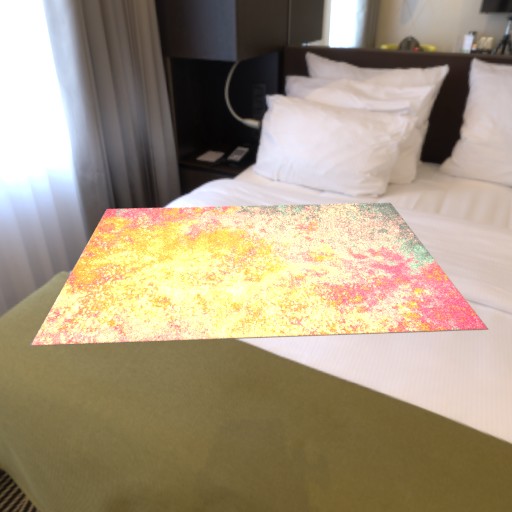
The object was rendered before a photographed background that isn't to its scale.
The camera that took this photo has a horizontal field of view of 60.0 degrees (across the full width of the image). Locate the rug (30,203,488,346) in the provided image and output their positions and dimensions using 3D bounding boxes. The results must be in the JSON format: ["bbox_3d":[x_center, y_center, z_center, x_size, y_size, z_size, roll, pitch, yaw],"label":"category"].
[{"bbox_3d":[0.000,0.000,3.647,2.896,0.013,2.007,-2,31,-3],"label":"rug"}]
